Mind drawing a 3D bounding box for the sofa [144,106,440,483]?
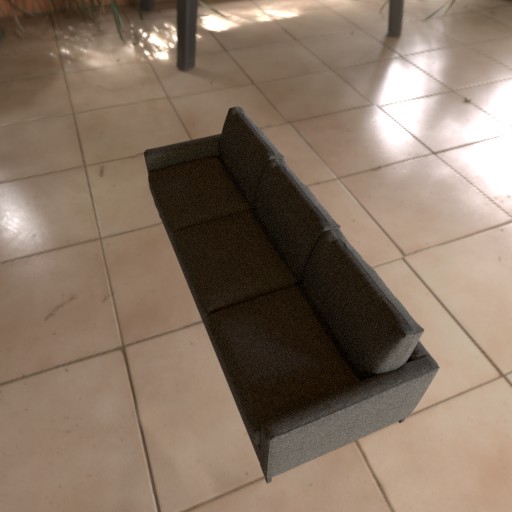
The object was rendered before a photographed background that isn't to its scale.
[{"bbox_3d":[0.000,0.000,2.699,0.876,0.879,2.253,-17,49,-15],"label":"sofa"}]
